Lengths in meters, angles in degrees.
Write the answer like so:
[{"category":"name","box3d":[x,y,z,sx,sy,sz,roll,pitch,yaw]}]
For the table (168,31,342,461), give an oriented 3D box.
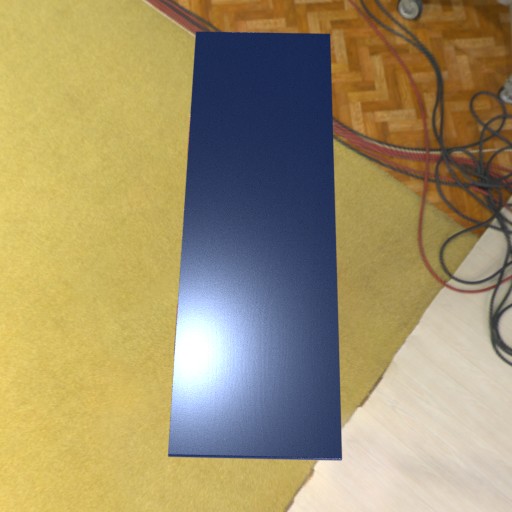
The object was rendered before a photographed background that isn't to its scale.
[{"category":"table","box3d":[0.000,0.000,1.471,0.399,0.749,1.118,1,75,0]}]
